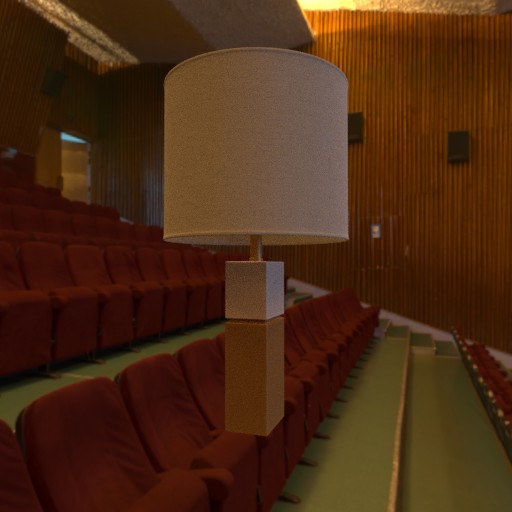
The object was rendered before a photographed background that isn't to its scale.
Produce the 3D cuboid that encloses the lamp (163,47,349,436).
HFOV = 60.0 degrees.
[{"bbox_3d":[0.000,0.000,0.557,0.229,0.417,0.229,0,-1,19],"label":"lamp"}]
